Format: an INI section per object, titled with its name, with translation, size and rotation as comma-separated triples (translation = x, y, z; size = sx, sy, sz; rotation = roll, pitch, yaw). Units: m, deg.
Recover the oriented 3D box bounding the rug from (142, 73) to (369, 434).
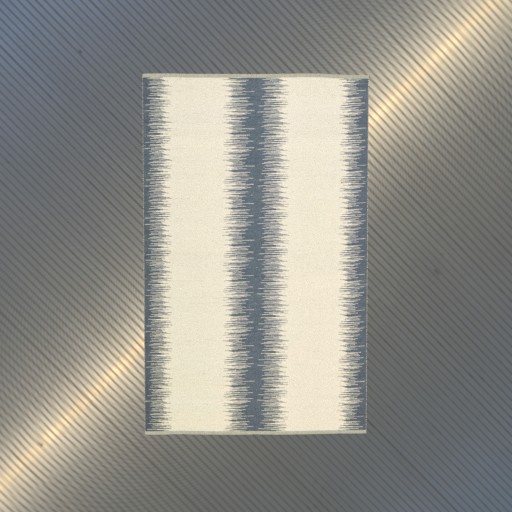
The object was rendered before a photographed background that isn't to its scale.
[rug]
translation = 0.000, 0.000, 3.009
size = 1.519, 0.003, 2.453
rotation = 0, 92, -1
